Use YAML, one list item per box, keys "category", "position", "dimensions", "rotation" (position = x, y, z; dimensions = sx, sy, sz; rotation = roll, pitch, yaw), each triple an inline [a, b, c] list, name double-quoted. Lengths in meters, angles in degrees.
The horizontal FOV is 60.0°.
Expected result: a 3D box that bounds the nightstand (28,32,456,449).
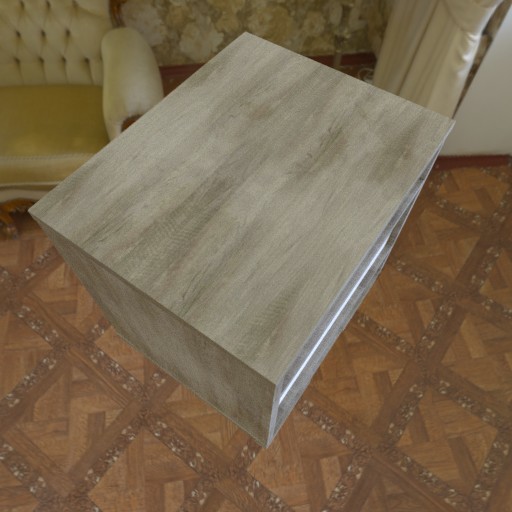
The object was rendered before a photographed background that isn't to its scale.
- category: "nightstand"
  position: [0.000, 0.000, 0.740]
  dimensions: [0.347, 0.448, 0.427]
  rotation: [31, 64, 17]
